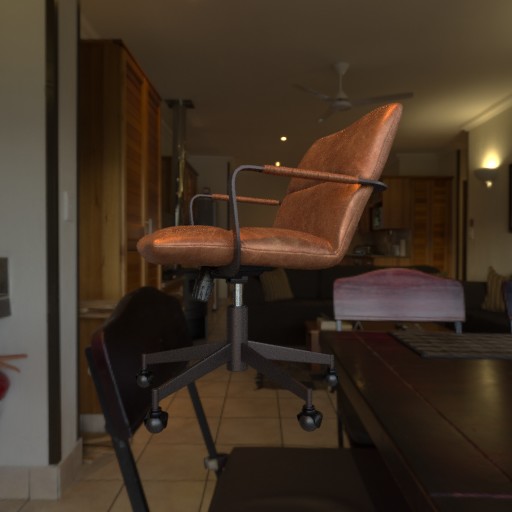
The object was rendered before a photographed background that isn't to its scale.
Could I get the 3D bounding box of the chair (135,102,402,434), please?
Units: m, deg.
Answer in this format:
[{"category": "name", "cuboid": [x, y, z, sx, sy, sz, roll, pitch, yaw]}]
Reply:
[{"category": "chair", "cuboid": [0.000, 0.000, 1.463, 0.754, 0.922, 0.727, 0, 1, -18]}]
